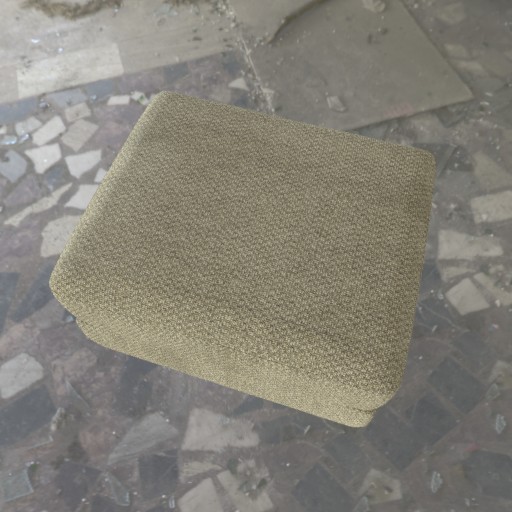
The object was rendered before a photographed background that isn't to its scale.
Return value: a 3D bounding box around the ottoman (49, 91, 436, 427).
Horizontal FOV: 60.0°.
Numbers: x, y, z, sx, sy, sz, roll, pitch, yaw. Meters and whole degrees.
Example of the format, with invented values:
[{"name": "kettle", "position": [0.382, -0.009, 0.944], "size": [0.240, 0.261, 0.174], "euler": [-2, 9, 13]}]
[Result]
[{"name": "ottoman", "position": [0.000, 0.000, 1.117], "size": [0.751, 0.476, 0.603], "euler": [16, 64, 8]}]
